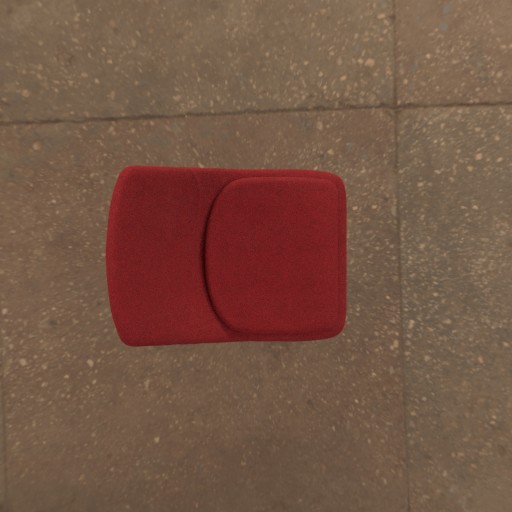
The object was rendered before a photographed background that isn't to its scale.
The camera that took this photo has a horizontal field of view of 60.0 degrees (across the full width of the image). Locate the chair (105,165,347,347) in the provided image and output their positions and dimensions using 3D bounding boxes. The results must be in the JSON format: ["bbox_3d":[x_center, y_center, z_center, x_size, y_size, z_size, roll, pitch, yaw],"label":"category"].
[{"bbox_3d":[0.000,0.000,1.170,0.518,0.858,0.479,0,90,-1],"label":"chair"}]
